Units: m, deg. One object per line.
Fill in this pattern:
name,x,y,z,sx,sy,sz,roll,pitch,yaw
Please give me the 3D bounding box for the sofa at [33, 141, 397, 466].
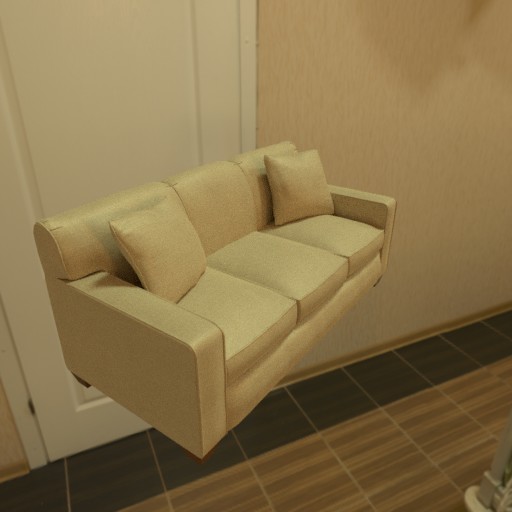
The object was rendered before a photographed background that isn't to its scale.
sofa,0.000,0.000,2.588,0.997,0.958,2.024,18,31,32
